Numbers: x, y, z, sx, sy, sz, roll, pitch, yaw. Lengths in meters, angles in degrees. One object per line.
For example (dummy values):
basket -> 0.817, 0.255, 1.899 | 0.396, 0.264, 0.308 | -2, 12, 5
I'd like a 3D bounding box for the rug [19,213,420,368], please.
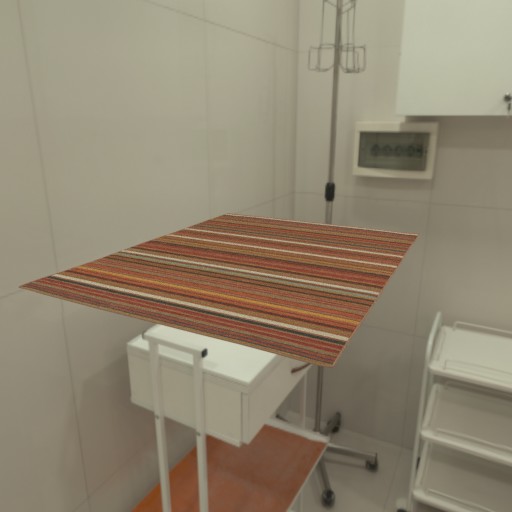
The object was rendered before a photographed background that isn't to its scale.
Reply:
rug -> 0.000, 0.000, 4.107 | 2.479, 0.023, 3.092 | 9, 19, 26
